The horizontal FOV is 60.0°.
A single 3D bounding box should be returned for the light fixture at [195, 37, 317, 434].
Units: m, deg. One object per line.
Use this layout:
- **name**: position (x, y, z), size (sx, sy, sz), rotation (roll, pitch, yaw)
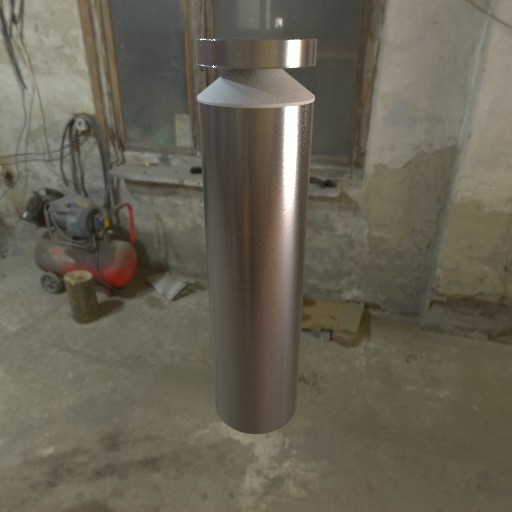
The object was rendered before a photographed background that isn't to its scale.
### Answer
- **light fixture**: position (0.000, 0.000, 0.454), size (0.102, 0.400, 0.102), rotation (-9, 28, -17)
